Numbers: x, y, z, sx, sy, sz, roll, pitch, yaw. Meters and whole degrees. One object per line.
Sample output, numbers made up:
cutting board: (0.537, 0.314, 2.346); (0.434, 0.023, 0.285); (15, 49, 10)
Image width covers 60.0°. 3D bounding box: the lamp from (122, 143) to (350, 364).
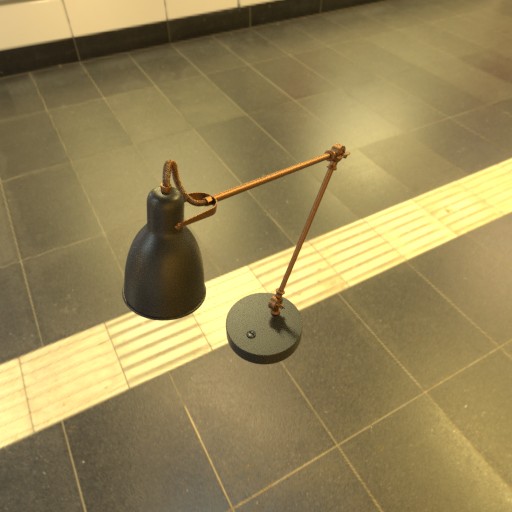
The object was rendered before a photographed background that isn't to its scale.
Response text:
lamp: (0.000, 0.000, 0.877); (0.187, 0.587, 0.561); (32, 54, 27)
